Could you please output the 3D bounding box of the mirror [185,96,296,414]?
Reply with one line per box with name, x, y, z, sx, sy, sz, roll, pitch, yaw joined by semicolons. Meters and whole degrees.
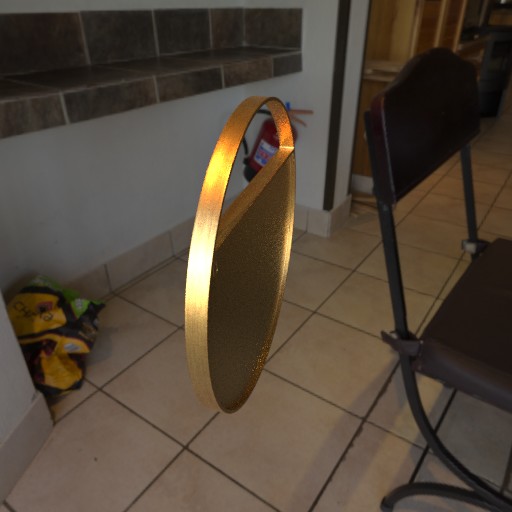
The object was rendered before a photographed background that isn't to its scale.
mirror;0.000;0.000;0.832;0.032;0.565;0.565;8;31;14
